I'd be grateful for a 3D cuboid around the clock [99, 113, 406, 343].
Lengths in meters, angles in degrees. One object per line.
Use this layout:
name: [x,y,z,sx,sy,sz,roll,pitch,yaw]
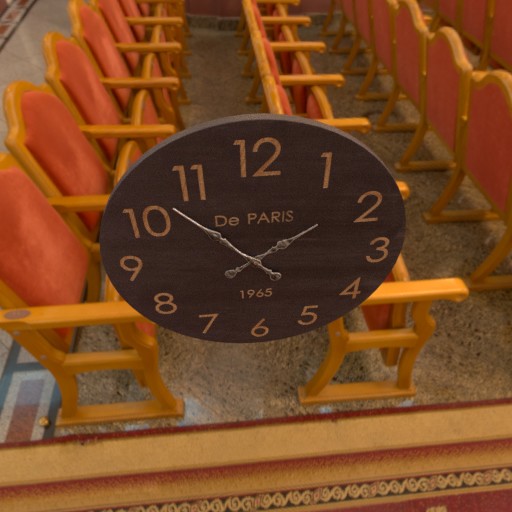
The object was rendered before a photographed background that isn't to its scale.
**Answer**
clock: [0.000,0.000,0.886,0.595,0.595,0.029,-4,45,-4]
